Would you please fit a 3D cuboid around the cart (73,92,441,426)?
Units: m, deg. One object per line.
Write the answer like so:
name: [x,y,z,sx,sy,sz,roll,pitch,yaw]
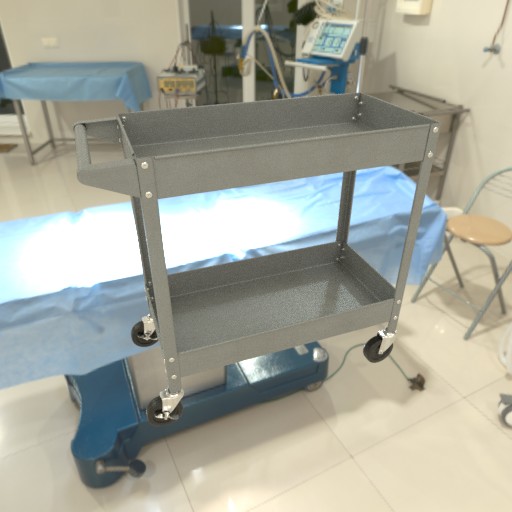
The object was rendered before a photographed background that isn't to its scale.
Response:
cart: [0.000,0.000,1.186,0.779,0.719,0.366,-11,34,-17]
